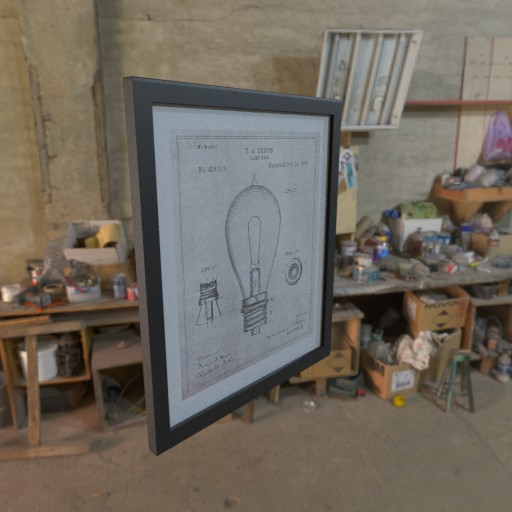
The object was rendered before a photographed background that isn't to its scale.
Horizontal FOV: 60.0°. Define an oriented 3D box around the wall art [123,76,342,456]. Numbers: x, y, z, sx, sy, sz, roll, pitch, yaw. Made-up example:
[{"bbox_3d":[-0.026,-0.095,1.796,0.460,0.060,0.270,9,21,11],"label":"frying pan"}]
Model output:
[{"bbox_3d":[0.000,0.000,0.727,0.021,0.509,0.430,14,20,42],"label":"wall art"}]
